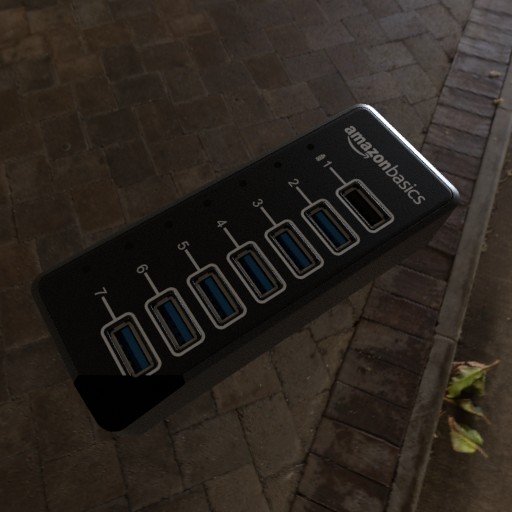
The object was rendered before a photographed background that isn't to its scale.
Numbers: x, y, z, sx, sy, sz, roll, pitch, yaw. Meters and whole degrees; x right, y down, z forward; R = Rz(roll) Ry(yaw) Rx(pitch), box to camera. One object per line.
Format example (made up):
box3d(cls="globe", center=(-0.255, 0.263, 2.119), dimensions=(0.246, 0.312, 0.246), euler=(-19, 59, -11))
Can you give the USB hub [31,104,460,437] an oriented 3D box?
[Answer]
box3d(cls="USB hub", center=(0.000, 0.000, 0.126), dimensions=(0.110, 0.023, 0.044), euler=(-31, 68, -14))
